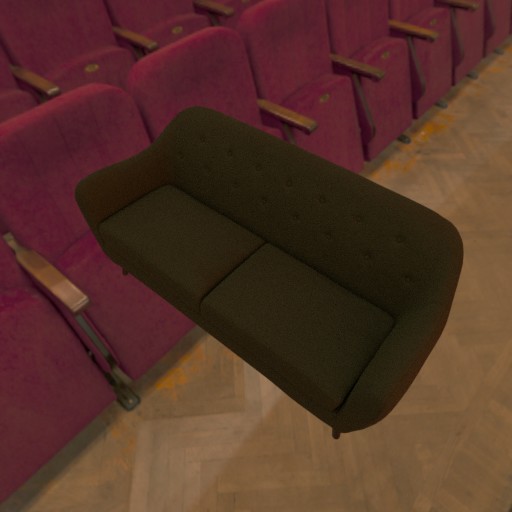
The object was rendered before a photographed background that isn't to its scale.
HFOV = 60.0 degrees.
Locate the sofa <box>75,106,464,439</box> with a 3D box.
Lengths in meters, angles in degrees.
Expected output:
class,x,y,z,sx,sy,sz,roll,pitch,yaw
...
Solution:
class,x,y,z,sx,sy,sz,roll,pitch,yaw
sofa,0.000,0.000,2.226,1.840,0.836,0.820,32,55,26
